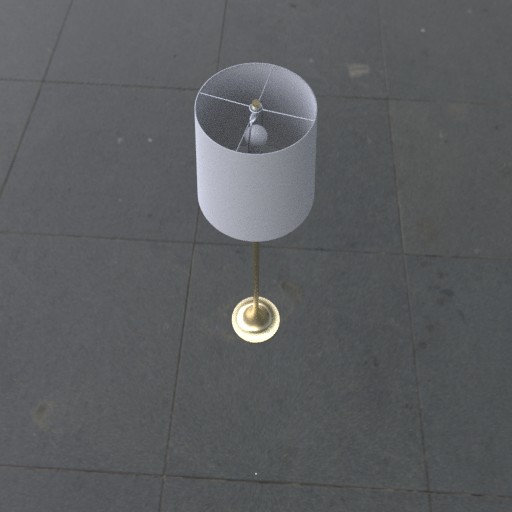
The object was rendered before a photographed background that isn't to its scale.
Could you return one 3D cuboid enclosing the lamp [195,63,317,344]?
[{"bbox_3d":[0.000,0.000,1.672,0.337,1.543,0.337,0,64,0],"label":"lamp"}]
